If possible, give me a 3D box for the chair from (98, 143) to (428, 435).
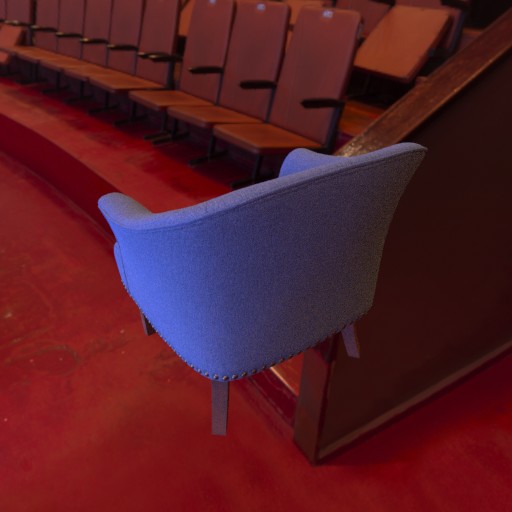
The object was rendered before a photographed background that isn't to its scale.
[{"bbox_3d":[0.000,0.000,1.384,0.798,0.815,0.704,-20,37,-28],"label":"chair"}]
